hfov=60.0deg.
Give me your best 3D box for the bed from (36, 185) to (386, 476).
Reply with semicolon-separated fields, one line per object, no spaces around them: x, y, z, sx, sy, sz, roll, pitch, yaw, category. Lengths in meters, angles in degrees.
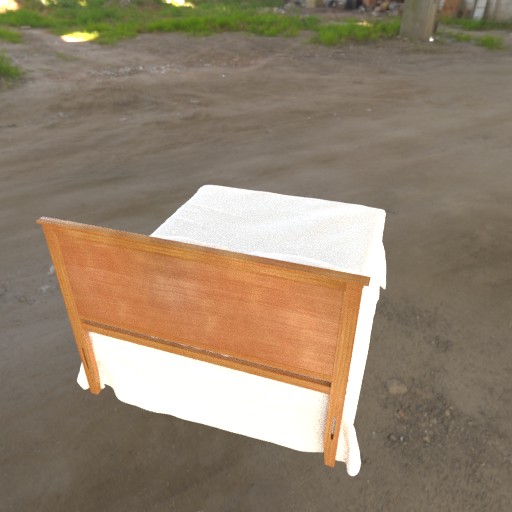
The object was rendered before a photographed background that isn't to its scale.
0.000;0.000;3.133;1.870;1.273;2.035;10;34;16;bed
